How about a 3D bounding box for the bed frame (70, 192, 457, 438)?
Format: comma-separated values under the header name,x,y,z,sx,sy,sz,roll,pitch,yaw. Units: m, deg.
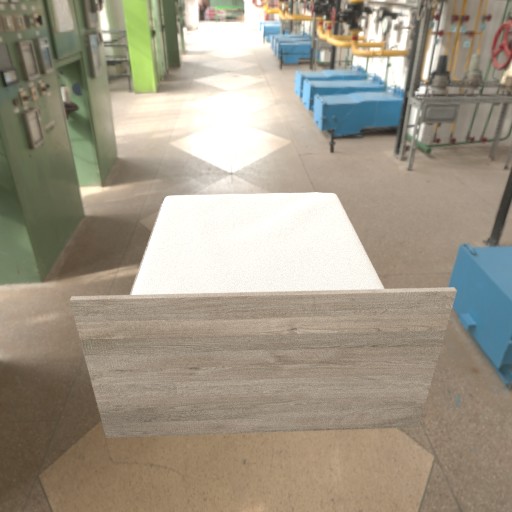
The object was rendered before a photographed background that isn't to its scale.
name,x,y,z,sx,sy,sz,roll,pitch,yaw
bed frame,0.000,0.000,2.745,1.490,0.800,1.950,-1,31,-2
